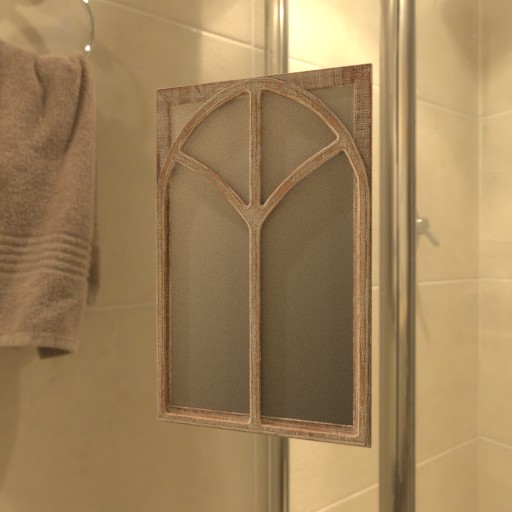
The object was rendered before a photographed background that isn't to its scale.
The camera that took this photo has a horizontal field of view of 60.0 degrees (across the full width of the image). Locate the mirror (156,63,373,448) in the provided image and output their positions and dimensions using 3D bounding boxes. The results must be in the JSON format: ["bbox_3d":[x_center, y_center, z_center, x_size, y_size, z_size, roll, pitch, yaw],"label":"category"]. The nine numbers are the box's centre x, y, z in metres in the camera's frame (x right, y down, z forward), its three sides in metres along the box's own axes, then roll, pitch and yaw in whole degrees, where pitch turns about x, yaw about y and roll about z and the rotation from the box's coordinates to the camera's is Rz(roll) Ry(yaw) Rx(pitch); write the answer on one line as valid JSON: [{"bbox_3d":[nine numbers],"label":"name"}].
[{"bbox_3d":[0.000,0.000,0.978,0.495,0.787,0.058,0,1,17],"label":"mirror"}]
